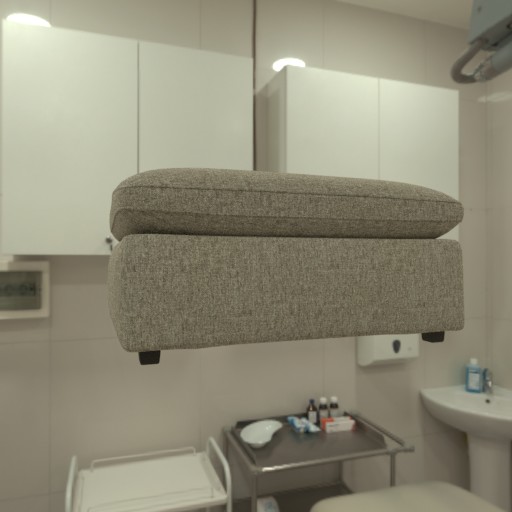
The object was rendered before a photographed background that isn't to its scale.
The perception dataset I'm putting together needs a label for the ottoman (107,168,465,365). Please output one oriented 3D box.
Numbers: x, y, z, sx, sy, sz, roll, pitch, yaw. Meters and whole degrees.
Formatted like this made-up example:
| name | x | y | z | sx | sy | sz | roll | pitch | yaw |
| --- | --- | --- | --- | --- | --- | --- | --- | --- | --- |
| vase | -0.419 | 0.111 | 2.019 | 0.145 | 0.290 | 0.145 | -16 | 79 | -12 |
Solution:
| name | x | y | z | sx | sy | sz | roll | pitch | yaw |
| --- | --- | --- | --- | --- | --- | --- | --- | --- | --- |
| ottoman | 0.000 | 0.000 | 1.630 | 1.035 | 0.526 | 1.039 | 0 | 0 | -19 |
